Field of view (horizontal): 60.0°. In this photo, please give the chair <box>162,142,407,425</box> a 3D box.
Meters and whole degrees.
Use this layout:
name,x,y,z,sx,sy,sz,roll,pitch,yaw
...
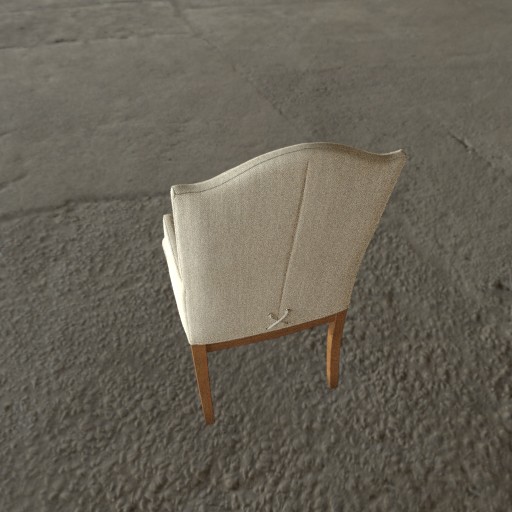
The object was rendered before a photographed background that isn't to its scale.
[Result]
name,x,y,z,sx,sy,sz,roll,pitch,yaw
chair,0.000,0.000,1.370,0.533,1.016,0.641,-12,41,-13
